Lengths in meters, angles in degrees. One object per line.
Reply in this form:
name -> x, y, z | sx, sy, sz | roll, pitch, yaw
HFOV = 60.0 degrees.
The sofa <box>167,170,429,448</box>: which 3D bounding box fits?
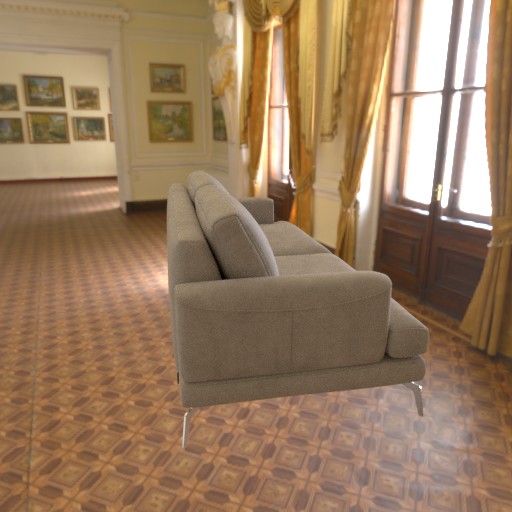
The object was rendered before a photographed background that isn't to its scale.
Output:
sofa -> 0.000, 0.000, 2.504 | 0.980, 0.830, 2.013 | -3, 16, -11
